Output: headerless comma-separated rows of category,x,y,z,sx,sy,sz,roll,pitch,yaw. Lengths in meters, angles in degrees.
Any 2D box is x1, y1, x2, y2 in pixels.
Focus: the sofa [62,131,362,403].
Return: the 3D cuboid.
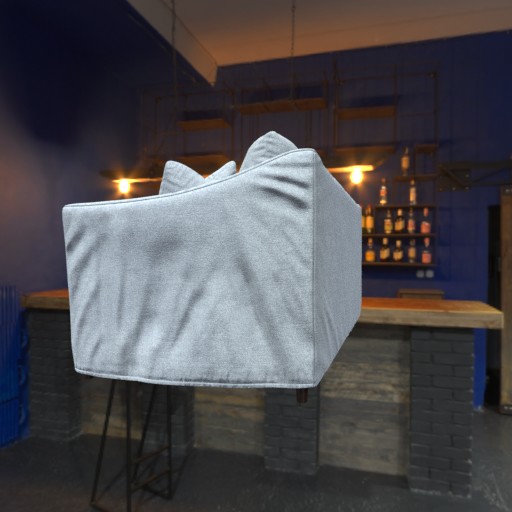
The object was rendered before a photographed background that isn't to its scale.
sofa,0.000,0.000,2.569,1.072,1.018,2.010,0,1,18
